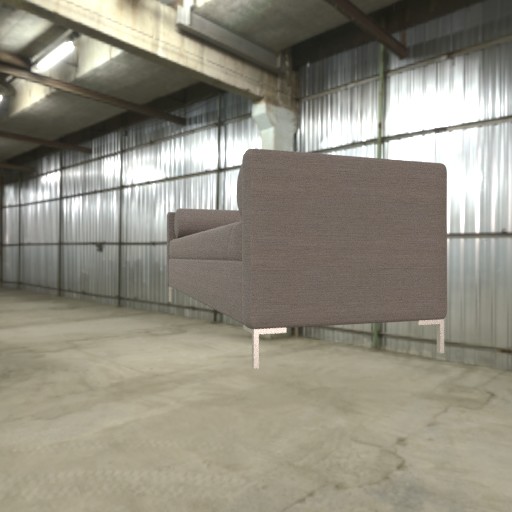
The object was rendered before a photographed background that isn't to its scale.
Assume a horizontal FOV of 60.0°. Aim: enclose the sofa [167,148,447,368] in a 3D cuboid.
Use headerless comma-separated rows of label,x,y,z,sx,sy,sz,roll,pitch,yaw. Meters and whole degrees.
sofa,0.000,0.000,2.281,0.686,0.635,1.981,0,0,-18
